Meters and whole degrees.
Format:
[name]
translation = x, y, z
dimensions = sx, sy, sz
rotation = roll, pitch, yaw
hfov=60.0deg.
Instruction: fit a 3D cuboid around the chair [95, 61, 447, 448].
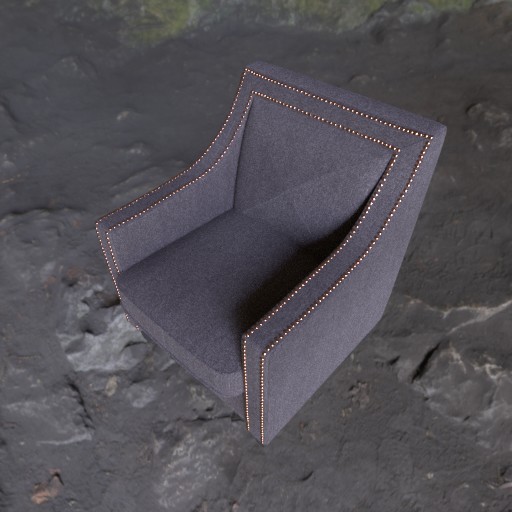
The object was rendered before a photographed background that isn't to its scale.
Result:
[chair]
translation = 0.000, 0.000, 1.590
dimensions = 0.776, 0.967, 0.884
rotation = 33, 53, 29
